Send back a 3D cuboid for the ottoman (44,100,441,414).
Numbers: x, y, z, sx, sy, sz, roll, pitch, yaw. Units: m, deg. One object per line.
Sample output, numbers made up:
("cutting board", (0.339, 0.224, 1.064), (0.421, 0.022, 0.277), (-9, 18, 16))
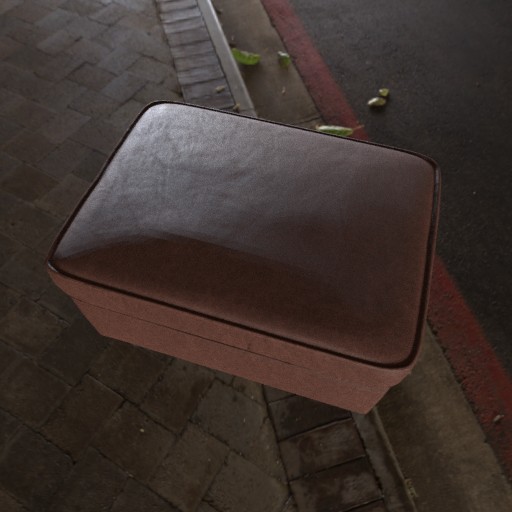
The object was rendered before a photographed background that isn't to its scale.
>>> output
("ottoman", (0.000, 0.000, 1.090), (0.749, 0.449, 0.548), (15, 59, 9))
